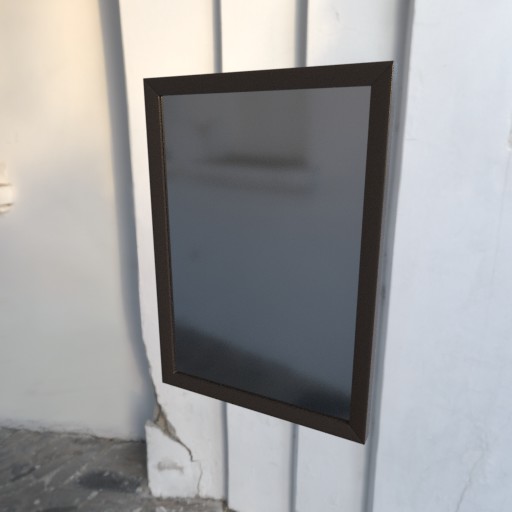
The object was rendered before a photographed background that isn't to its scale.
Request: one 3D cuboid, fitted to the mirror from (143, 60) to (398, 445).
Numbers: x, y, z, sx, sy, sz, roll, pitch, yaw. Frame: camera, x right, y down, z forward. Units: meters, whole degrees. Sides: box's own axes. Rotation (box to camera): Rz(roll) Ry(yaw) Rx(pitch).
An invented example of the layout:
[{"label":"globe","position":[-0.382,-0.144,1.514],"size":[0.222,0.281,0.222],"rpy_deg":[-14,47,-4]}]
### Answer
[{"label":"mirror","position":[0.000,0.000,0.919],"size":[0.507,0.710,0.040],"rpy_deg":[8,17,26]}]
